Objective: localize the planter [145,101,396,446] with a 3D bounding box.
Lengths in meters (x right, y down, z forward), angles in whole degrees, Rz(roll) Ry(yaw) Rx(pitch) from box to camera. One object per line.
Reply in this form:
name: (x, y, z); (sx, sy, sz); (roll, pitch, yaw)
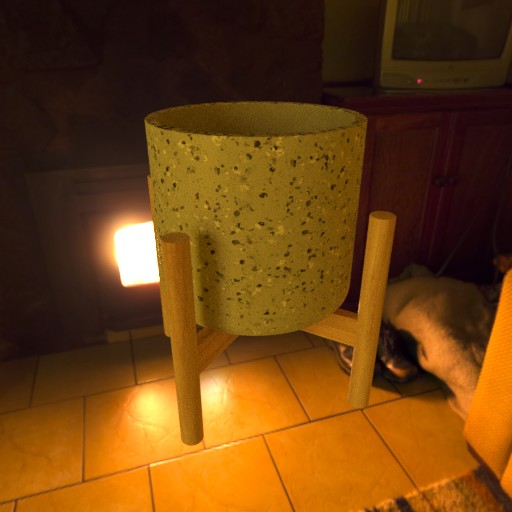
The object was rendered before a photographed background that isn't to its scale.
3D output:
planter: (0.000, 0.000, 0.523); (0.284, 0.320, 0.284); (-19, 32, -33)
